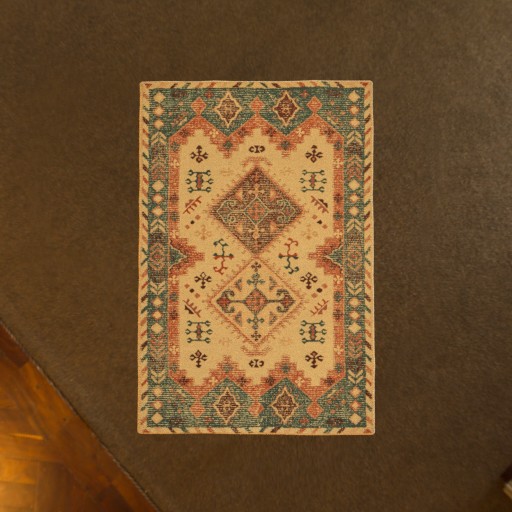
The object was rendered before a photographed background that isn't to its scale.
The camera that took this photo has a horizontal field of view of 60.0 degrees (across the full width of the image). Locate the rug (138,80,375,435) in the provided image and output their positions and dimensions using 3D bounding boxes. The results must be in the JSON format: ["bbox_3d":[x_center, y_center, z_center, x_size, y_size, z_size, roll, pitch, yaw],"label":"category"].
[{"bbox_3d":[0.000,0.000,2.303,1.225,0.015,1.840,0,89,1],"label":"rug"}]
